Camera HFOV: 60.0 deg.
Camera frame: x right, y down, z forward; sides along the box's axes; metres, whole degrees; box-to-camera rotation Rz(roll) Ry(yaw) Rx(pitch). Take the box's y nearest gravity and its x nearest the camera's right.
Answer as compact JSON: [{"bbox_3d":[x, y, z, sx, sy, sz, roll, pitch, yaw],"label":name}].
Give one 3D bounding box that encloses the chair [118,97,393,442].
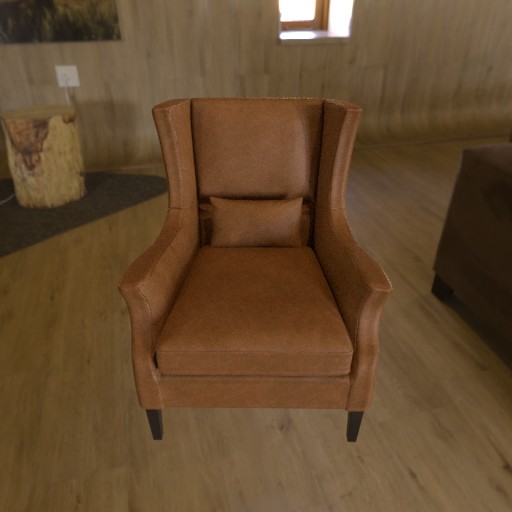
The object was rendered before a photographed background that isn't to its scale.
[{"bbox_3d":[0.000,0.000,1.676,0.852,1.016,0.925,0,31,1],"label":"chair"}]
